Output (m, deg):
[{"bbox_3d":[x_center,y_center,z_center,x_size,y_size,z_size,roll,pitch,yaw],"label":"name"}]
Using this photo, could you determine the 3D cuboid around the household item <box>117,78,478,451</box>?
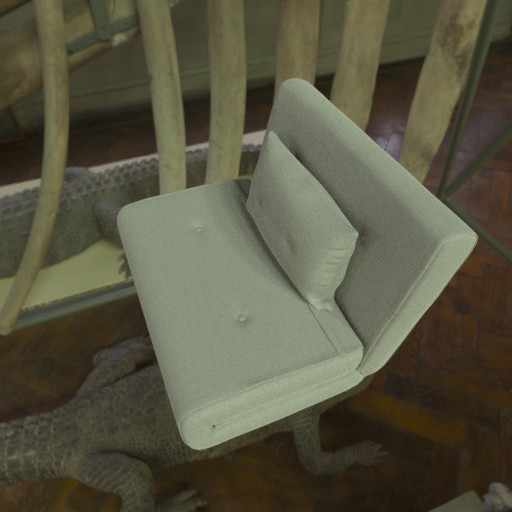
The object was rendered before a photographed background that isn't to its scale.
[{"bbox_3d":[0.000,0.000,1.616,0.874,0.800,1.000,-17,49,-16],"label":"household item"}]
